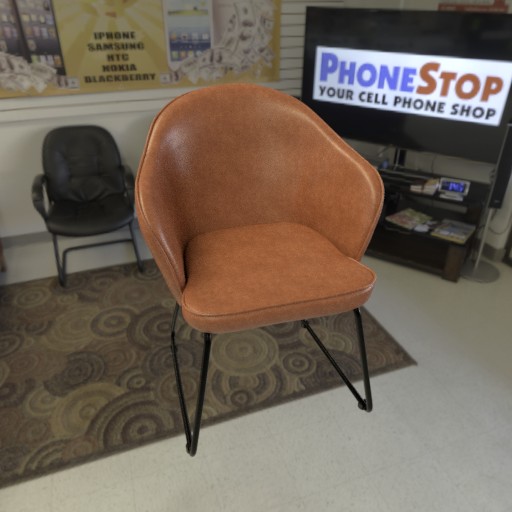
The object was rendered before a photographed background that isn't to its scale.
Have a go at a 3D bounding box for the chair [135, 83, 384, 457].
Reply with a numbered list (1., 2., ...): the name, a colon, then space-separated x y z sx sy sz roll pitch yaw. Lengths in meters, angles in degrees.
1. chair: 0.000 0.000 1.190 0.582 0.785 0.580 -9 32 -14
